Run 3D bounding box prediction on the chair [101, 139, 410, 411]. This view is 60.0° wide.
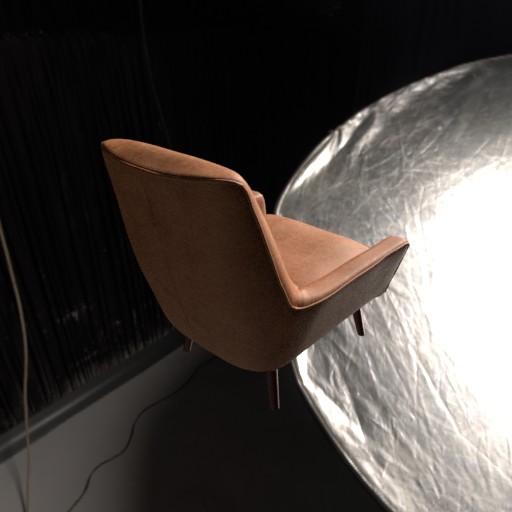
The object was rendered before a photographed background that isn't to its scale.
[{"bbox_3d":[0.000,0.000,1.524,0.753,0.883,0.851,23,37,34],"label":"chair"}]
